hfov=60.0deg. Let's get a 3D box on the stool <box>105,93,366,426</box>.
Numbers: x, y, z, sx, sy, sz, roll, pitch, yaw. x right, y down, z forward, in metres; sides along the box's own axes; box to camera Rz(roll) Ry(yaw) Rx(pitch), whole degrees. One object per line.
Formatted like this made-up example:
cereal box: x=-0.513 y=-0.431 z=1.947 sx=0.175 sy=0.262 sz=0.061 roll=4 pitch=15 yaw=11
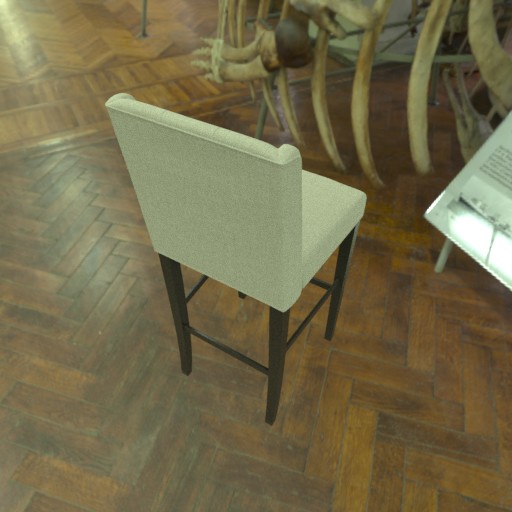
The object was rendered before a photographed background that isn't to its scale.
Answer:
stool: x=0.000 y=0.000 z=1.370 sx=0.474 sy=1.116 sz=0.509 roll=23 pitch=49 yaw=22
